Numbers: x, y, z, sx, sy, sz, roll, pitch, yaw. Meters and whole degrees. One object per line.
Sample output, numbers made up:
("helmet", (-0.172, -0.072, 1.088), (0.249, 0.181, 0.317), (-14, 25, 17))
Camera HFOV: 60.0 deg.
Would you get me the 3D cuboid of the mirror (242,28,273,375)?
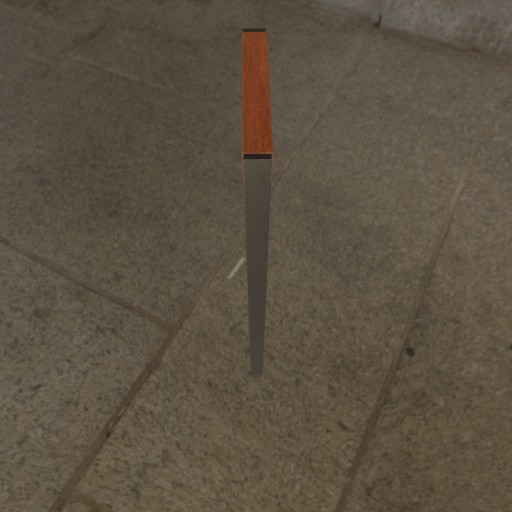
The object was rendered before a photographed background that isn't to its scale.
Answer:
("mirror", (0.000, 0.000, 1.243), (0.047, 1.123, 0.343), (-1, 58, -1))
